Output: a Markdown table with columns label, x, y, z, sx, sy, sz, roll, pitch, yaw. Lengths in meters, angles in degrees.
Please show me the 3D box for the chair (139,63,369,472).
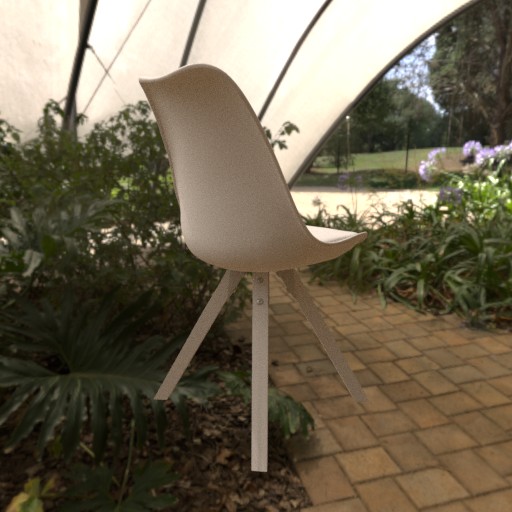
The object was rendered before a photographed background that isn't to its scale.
| label | x | y | z | sx | sy | sz | roll | pitch | yaw |
| --- | --- | --- | --- | --- | --- | --- | --- | --- | --- |
| chair | 0.000 | 0.000 | 1.162 | 0.550 | 0.850 | 0.485 | -12 | 17 | -42 |
